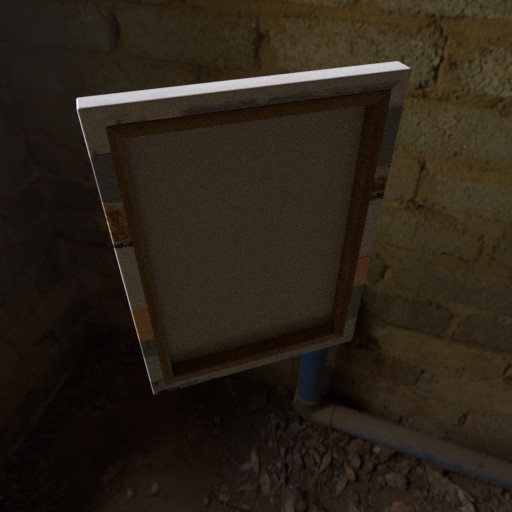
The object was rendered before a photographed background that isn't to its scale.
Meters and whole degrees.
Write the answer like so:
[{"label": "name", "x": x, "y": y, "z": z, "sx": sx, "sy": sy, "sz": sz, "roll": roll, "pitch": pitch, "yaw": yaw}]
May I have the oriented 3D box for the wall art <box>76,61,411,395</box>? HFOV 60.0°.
[{"label": "wall art", "x": 0.000, "y": 0.000, "z": 0.786, "sx": 0.456, "sy": 0.609, "sz": 0.038, "roll": -12, "pitch": 42, "yaw": -14}]
